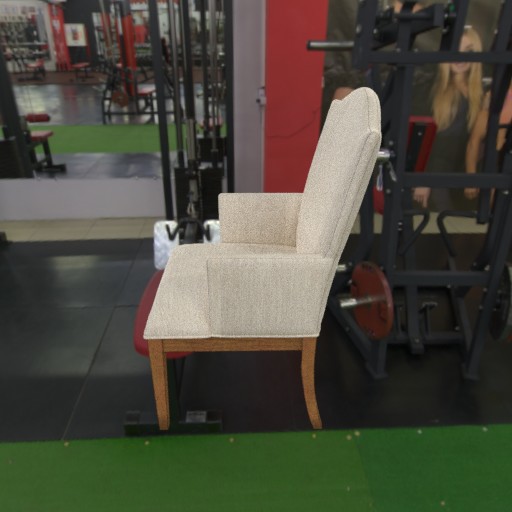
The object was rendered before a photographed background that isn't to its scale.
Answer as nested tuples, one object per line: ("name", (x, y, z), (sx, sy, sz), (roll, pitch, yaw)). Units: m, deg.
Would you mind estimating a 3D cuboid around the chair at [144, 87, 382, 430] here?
("chair", (0.000, 0.000, 1.420), (0.641, 1.016, 0.533), (0, 27, 0))
